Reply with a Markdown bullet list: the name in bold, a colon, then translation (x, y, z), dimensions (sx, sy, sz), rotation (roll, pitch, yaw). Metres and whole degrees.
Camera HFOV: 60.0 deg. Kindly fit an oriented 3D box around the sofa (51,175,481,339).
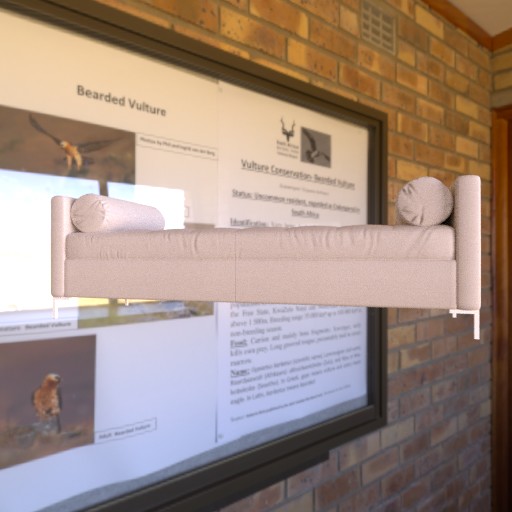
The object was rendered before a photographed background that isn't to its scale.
- **sofa**: translation (0.000, 0.000, 2.279), dimensions (1.981, 0.635, 0.686), rotation (0, 0, 17)
